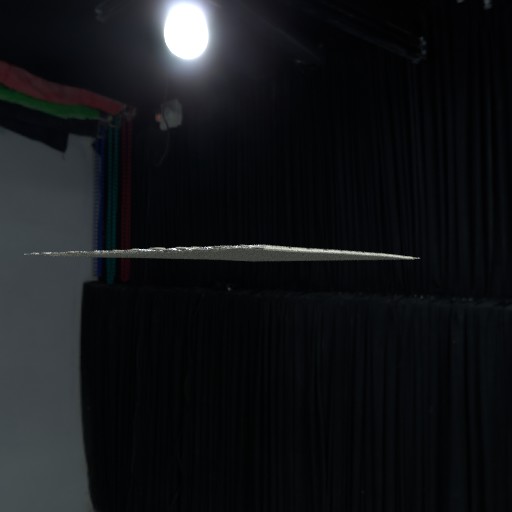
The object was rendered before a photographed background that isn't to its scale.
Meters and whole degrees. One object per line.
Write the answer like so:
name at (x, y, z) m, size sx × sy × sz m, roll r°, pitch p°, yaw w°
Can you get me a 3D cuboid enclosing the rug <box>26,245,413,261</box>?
rug at (0.000, 0.000, 3.242) m, size 1.664 × 0.029 × 2.615 m, roll -1°, pitch -2°, yaw 35°
